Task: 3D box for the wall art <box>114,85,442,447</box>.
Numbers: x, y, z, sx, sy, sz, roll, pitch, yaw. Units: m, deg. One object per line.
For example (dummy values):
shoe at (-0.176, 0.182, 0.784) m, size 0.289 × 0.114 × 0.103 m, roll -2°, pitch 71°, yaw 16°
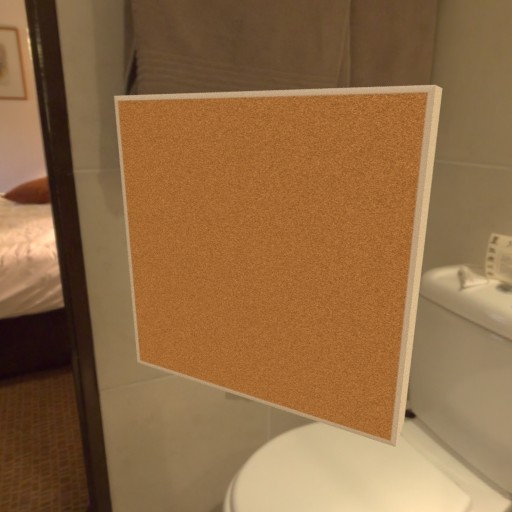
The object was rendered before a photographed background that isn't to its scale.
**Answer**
wall art at (0.000, 0.000, 0.439) m, size 0.305 × 0.304 × 0.038 m, roll 9°, pitch 19°, yaw 27°
